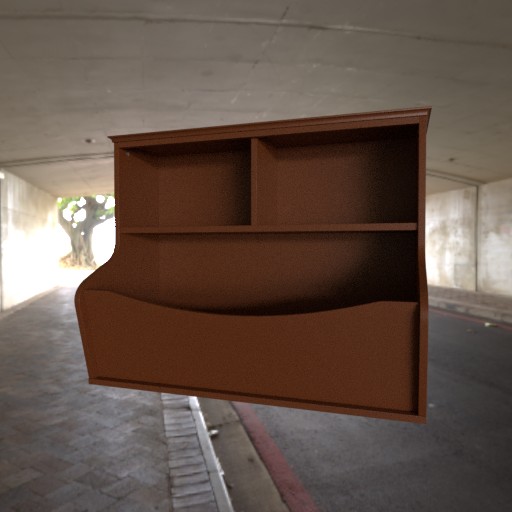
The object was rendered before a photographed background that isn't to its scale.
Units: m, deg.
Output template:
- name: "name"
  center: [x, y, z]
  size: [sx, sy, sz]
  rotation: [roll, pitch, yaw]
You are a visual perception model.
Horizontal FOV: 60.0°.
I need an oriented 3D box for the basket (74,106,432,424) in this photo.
- name: "basket"
  center: [0.000, 0.000, 1.086]
  size: [0.792, 0.625, 0.376]
  rotation: [0, 1, 18]
